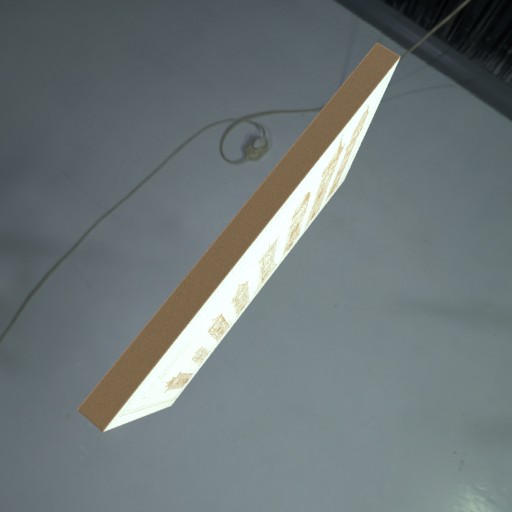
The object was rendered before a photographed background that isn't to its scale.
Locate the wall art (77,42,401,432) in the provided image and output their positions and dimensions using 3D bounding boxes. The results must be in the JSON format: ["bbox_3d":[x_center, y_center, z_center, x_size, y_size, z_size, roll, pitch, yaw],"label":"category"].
[{"bbox_3d":[0.000,0.000,0.750,0.039,0.407,0.609,36,78,9],"label":"wall art"}]
